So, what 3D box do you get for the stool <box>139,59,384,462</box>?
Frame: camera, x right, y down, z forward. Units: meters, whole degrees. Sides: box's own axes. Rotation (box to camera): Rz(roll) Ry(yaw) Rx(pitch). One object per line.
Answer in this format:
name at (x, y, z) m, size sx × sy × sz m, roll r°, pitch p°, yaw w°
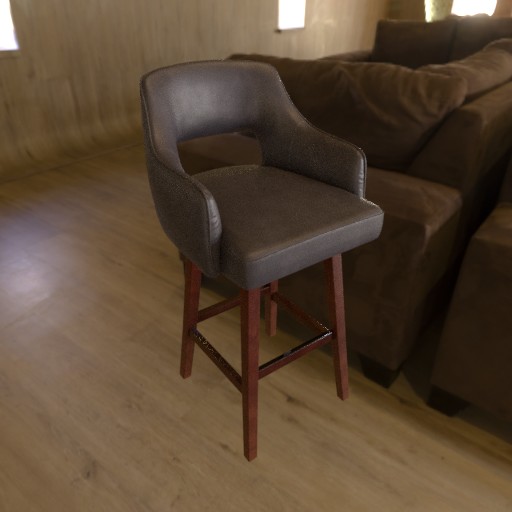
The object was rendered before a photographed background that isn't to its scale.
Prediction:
stool at (0.000, 0.000, 1.343) m, size 0.550 × 1.041 × 0.560 m, roll -20°, pitch 36°, yaw -31°
